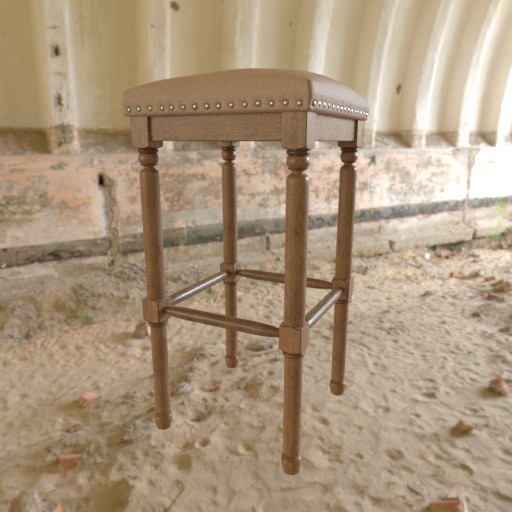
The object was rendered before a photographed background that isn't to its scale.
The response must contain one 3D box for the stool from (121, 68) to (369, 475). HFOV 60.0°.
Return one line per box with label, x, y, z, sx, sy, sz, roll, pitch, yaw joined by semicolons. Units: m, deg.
stool;0.000;0.000;0.991;0.382;0.768;0.383;7;16;26
